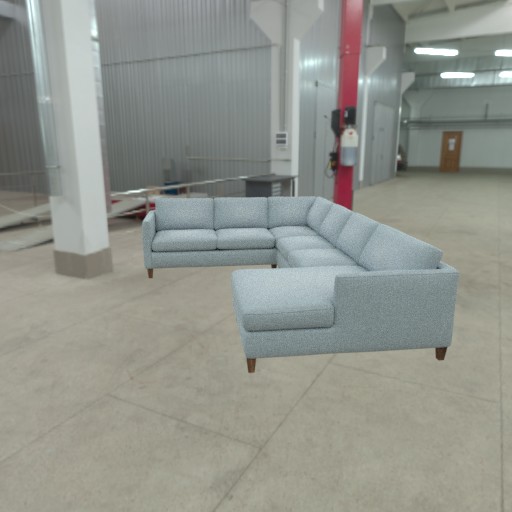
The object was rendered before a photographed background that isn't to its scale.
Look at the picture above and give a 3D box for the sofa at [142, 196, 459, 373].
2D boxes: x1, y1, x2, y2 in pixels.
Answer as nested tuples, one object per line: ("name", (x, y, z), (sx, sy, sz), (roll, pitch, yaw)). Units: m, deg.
("sofa", (0.000, 0.000, 4.671), (2.551, 0.889, 3.403), (-2, 14, -7))
